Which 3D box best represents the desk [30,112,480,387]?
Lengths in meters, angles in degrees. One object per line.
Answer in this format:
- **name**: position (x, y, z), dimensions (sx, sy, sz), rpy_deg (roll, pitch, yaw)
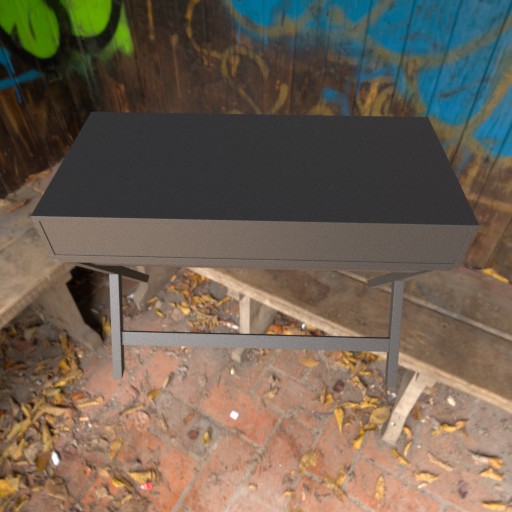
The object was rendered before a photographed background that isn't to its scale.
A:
- **desk**: position (0.000, 0.000, 1.504), dimensions (1.057, 0.780, 0.525), rpy_deg (1, 46, 1)
